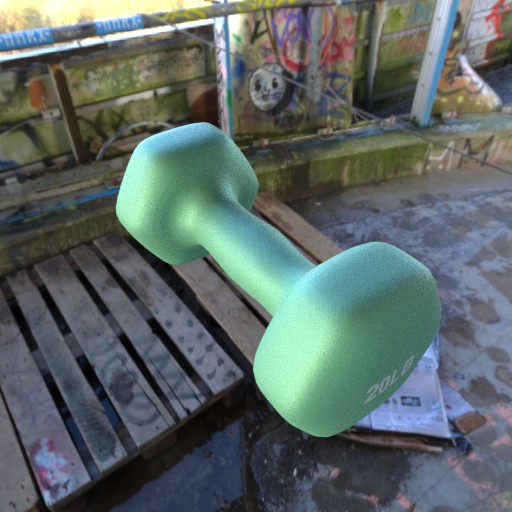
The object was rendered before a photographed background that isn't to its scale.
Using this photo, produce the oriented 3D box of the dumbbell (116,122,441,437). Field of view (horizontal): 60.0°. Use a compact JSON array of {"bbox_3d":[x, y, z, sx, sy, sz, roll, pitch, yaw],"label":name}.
[{"bbox_3d":[0.000,0.000,0.329,0.129,0.117,0.260,-25,47,-26],"label":"dumbbell"}]
